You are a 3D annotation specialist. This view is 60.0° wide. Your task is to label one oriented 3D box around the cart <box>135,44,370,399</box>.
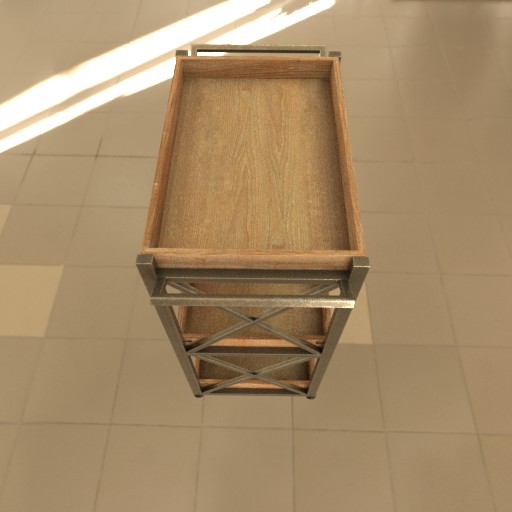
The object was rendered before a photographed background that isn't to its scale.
[{"bbox_3d":[0.000,0.000,1.194,0.377,0.835,0.673,1,58,0],"label":"cart"}]
